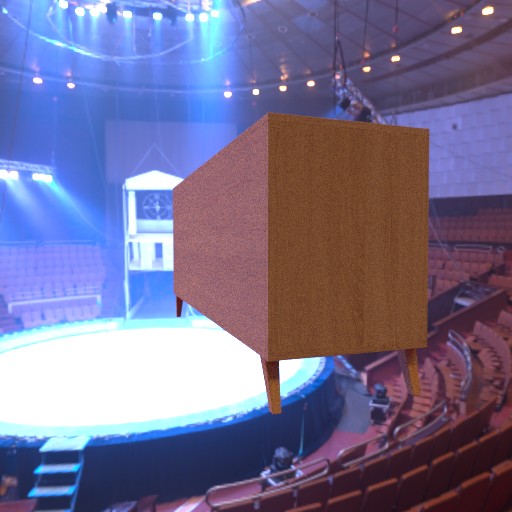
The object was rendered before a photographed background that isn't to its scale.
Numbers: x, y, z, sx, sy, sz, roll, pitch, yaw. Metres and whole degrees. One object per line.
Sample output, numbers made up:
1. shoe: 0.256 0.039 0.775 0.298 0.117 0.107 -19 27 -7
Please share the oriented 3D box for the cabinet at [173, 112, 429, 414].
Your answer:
1. cabinet: 0.000 0.000 1.997 0.500 0.780 1.649 -1 2 -19
